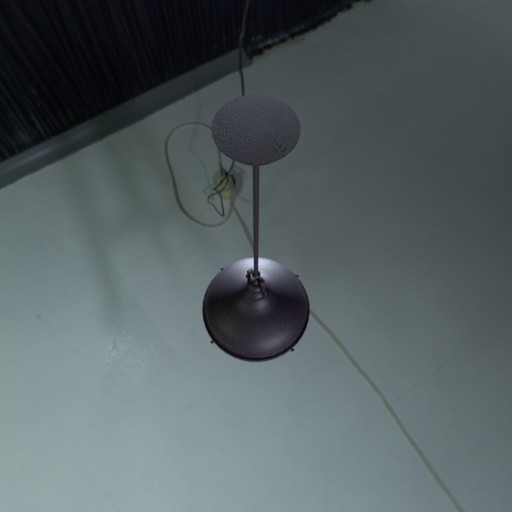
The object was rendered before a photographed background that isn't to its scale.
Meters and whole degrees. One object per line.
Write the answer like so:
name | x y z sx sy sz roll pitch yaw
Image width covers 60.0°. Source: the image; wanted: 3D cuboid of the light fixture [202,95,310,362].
light fixture | 0.000 0.000 1.028 0.341 0.849 0.341 -36 69 -16
